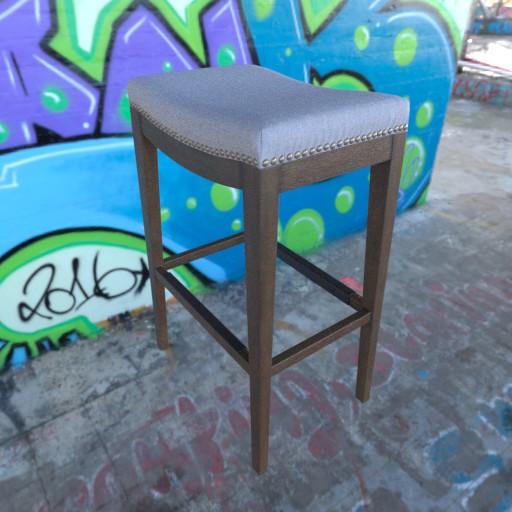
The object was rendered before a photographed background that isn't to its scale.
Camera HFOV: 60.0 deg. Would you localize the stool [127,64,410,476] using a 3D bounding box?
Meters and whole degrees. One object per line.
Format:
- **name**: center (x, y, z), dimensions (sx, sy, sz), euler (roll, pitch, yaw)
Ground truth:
- **stool**: center (0.000, 0.000, 1.034), dimensions (0.356, 0.762, 0.508), euler (-21, 37, -30)
